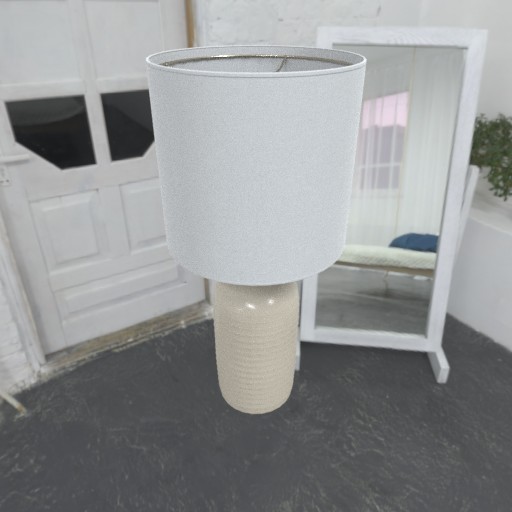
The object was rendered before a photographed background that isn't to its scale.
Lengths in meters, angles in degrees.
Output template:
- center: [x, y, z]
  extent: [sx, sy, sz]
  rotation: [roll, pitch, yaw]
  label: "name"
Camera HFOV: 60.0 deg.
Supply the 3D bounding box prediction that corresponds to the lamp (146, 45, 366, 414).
- center: [0.000, 0.000, 0.574]
  extent: [0.220, 0.475, 0.220]
  rotation: [19, 36, 29]
  label: "lamp"
